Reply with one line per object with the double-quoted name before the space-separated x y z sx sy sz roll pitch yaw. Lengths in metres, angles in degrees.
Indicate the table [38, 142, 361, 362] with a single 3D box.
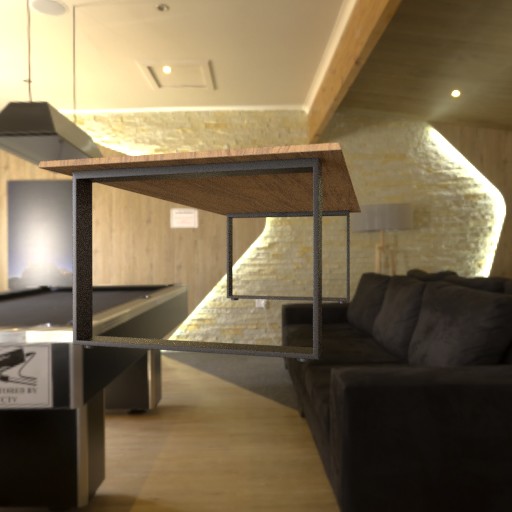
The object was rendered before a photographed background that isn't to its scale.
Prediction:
"table" 0.000 0.000 1.583 0.693 0.445 1.331 0 0 15
